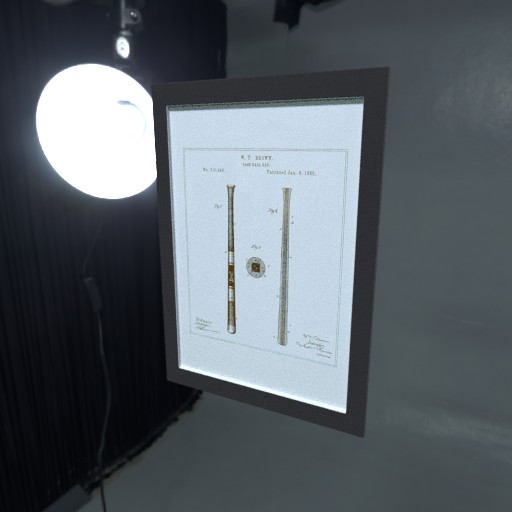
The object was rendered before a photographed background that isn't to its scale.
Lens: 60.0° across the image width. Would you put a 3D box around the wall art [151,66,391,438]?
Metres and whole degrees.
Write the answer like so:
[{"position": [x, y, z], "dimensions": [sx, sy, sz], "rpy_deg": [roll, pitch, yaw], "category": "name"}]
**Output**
[{"position": [0.000, 0.000, 0.699], "dimensions": [0.374, 0.529, 0.012], "rpy_deg": [7, 16, 26], "category": "wall art"}]
